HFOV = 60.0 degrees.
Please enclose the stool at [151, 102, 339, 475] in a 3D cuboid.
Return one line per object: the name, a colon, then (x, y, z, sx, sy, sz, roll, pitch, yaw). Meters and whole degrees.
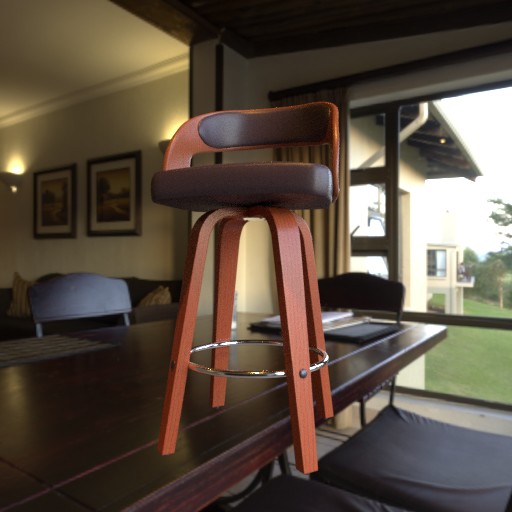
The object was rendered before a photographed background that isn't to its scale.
stool: (0.000, 0.000, 1.196, 0.457, 0.940, 0.457, 0, 0, 16)
